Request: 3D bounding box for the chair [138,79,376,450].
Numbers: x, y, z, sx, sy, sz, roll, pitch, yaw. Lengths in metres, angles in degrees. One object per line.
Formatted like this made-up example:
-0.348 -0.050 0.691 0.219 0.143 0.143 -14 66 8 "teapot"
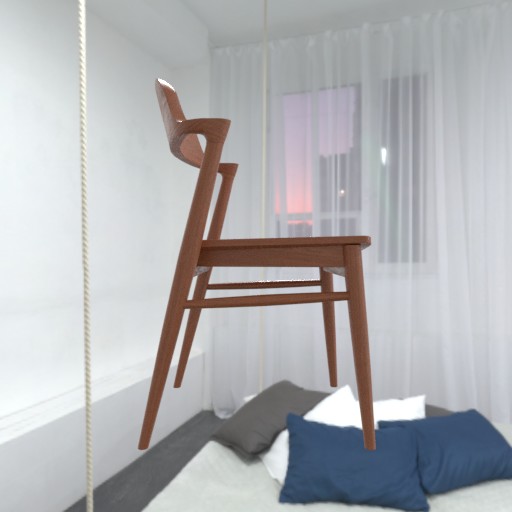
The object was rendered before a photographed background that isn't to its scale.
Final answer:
0.000 0.000 1.133 0.499 0.801 0.496 0 1 0 "chair"
